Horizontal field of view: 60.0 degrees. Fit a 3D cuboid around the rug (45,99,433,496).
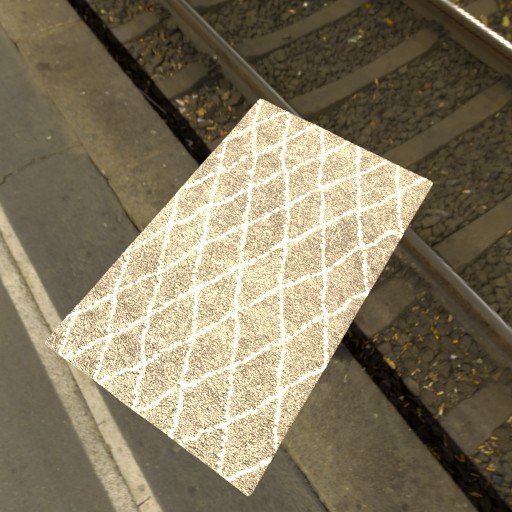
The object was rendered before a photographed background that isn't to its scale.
[{"bbox_3d":[0.000,0.000,2.997,1.524,0.030,2.438,31,68,14],"label":"rug"}]
